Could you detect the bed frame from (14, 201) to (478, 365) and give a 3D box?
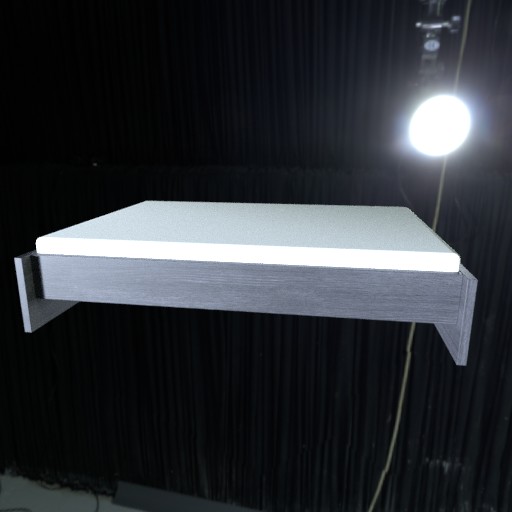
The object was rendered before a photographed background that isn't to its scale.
[{"bbox_3d":[0.000,0.000,2.579,1.950,0.432,1.490,2,15,9],"label":"bed frame"}]
